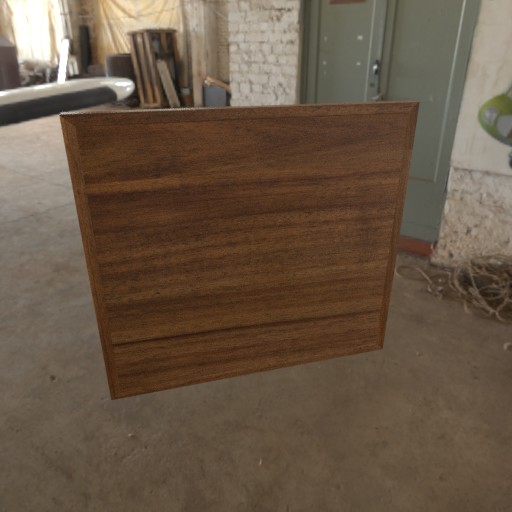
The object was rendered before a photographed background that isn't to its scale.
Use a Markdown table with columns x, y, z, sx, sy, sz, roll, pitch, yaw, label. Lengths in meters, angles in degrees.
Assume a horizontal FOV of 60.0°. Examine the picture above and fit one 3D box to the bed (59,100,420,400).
| x | y | z | sx | sy | sz | roll | pitch | yaw | label |
| --- | --- | --- | --- | --- | --- | --- | --- | --- | --- |
| 0.000 | 0.000 | 1.461 | 1.041 | 0.940 | 0.043 | -7 | 26 | -14 | bed |
